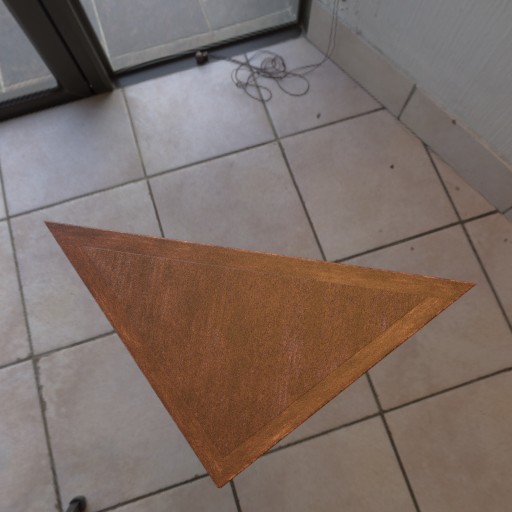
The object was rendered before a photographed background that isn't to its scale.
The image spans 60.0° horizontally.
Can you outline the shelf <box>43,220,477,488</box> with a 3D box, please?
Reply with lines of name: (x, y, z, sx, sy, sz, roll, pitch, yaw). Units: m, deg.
shelf: (0.000, 0.000, 0.439, 0.296, 0.035, 0.296, -36, 78, -9)
